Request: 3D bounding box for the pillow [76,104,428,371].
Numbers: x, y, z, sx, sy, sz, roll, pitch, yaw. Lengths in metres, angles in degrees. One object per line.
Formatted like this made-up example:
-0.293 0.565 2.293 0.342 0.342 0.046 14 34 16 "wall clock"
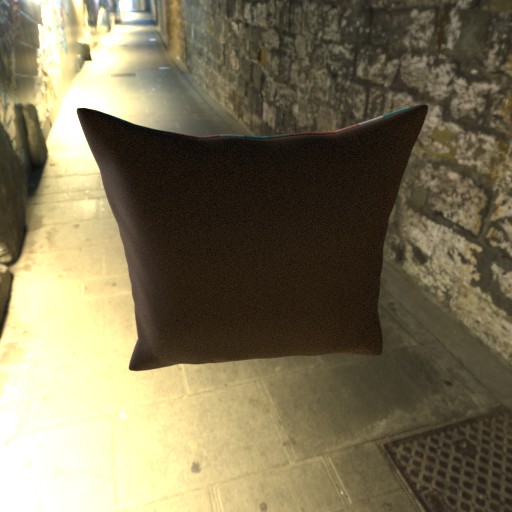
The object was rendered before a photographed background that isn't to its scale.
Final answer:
0.000 0.000 0.677 0.453 0.443 0.168 -2 30 -3 "pillow"
